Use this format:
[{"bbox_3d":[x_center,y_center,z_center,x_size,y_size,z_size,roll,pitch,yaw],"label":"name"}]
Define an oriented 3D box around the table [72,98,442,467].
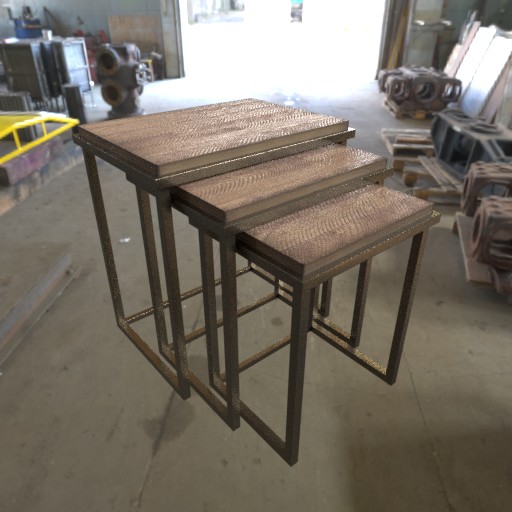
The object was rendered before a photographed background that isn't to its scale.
[{"bbox_3d":[0.000,0.000,1.123,0.559,0.610,0.706,-23,37,-34],"label":"table"}]
